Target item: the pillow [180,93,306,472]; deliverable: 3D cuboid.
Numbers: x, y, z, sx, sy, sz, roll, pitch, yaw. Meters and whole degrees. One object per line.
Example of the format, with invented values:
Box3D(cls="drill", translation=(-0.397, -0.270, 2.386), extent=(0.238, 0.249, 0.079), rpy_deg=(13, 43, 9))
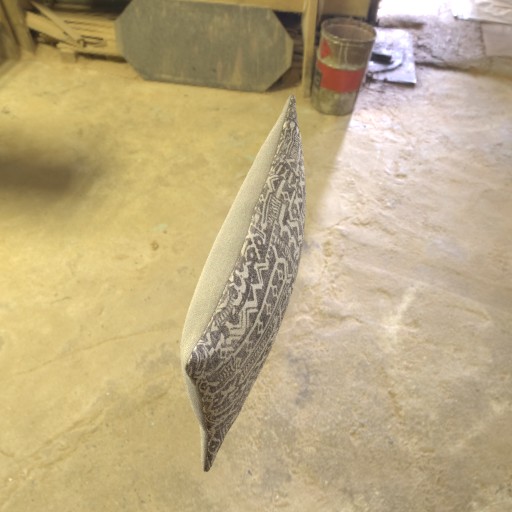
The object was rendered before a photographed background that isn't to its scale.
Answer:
Box3D(cls="pillow", translation=(0.000, 0.000, 0.763), extent=(0.148, 0.290, 0.631), rpy_deg=(10, 48, 9))
